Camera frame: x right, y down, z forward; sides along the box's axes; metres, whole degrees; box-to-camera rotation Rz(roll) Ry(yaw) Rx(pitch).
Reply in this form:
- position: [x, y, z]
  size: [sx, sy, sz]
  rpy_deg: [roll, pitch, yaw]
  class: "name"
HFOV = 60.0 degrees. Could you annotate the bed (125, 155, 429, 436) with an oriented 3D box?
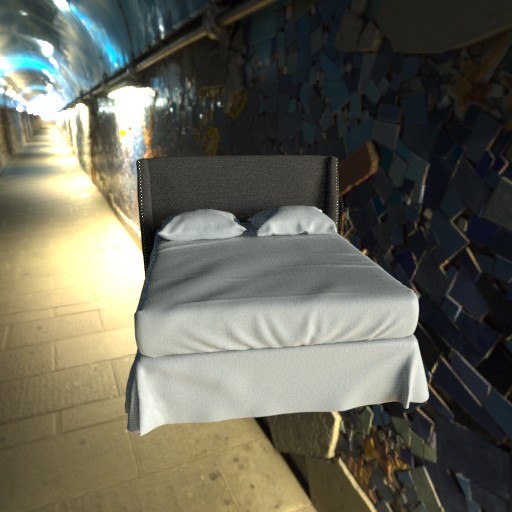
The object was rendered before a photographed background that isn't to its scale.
- position: [0.000, 0.000, 3.412]
  size: [1.925, 1.332, 2.276]
  rpy_deg: [-3, 18, -8]
  class: "bed"
